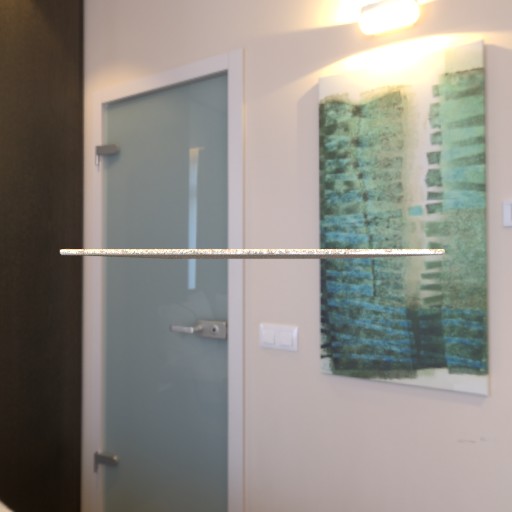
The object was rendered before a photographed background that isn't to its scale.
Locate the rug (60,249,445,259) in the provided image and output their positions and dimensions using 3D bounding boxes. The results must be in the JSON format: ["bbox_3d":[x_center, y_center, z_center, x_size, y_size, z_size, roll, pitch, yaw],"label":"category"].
[{"bbox_3d":[0.000,0.000,3.376,1.798,0.025,2.698,0,-1,1],"label":"rug"}]
